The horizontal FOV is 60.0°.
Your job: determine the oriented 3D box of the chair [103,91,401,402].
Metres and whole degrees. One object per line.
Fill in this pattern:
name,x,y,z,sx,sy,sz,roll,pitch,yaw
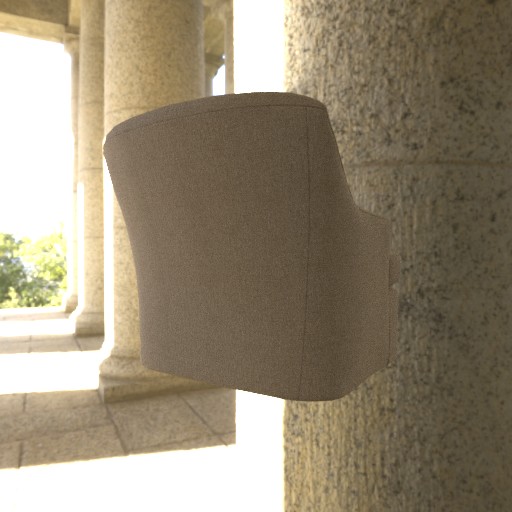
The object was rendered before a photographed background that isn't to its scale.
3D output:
chair,0.000,0.000,1.593,0.864,0.856,0.923,0,1,35
